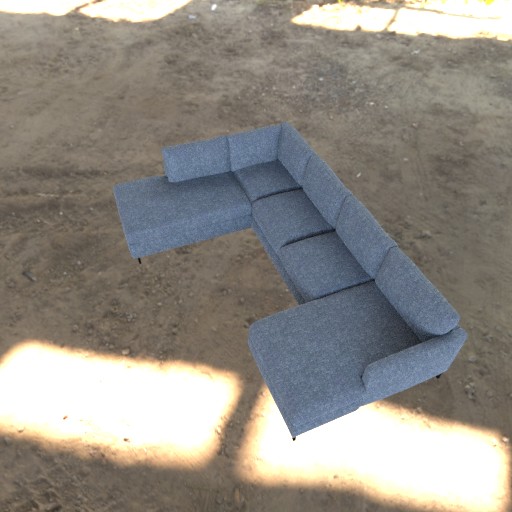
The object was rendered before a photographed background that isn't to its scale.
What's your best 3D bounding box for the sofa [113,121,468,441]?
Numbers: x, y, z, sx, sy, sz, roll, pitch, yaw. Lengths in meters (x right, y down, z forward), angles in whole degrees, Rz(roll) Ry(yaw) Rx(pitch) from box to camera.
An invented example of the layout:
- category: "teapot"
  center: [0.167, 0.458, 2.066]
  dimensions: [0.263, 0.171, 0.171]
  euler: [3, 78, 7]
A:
- category: "sofa"
  center: [0.000, 0.000, 3.592]
  dimensions: [1.879, 0.756, 2.737]
  euler: [-16, 48, -15]
